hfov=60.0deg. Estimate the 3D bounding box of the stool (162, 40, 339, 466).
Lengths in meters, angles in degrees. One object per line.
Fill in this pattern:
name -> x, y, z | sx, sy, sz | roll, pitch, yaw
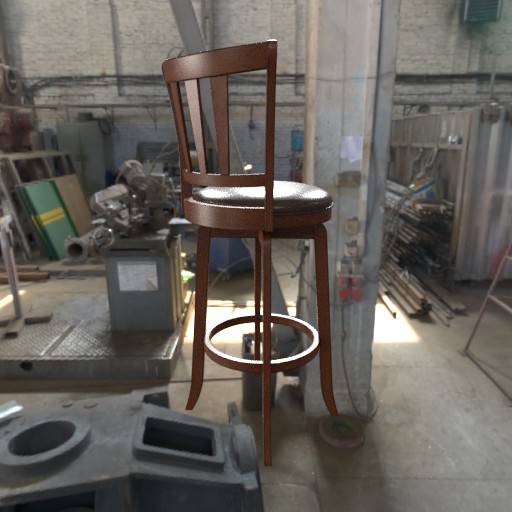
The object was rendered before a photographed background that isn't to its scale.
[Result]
stool -> 0.000, 0.000, 1.435 | 0.503, 1.177, 0.464 | -15, 21, -43
